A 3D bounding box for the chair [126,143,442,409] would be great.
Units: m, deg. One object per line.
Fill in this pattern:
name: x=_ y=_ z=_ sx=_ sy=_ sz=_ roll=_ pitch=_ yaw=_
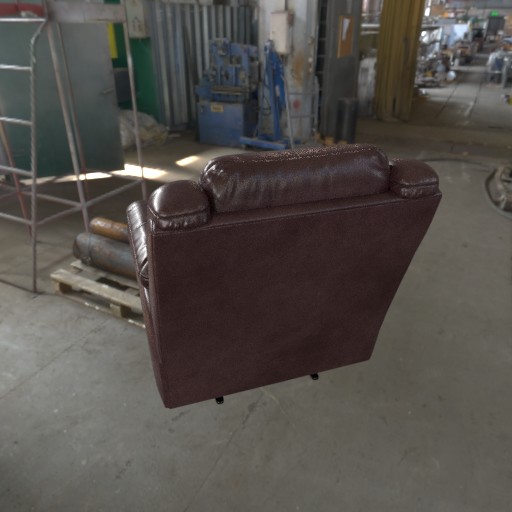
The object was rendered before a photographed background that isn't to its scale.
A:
chair: x=0.000 y=0.000 z=1.872 sx=0.990 sy=1.093 sz=1.041 roll=-9 pitch=29 yaw=-17
